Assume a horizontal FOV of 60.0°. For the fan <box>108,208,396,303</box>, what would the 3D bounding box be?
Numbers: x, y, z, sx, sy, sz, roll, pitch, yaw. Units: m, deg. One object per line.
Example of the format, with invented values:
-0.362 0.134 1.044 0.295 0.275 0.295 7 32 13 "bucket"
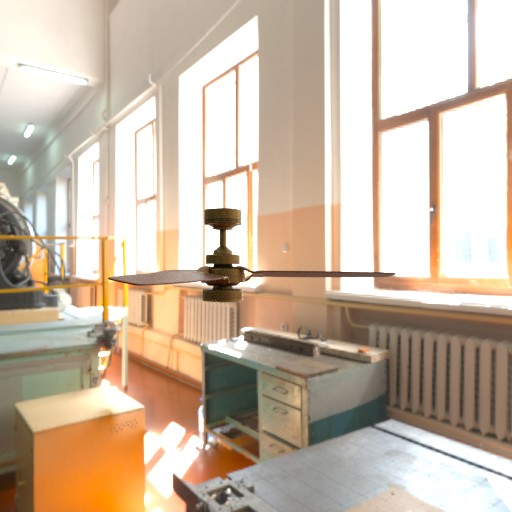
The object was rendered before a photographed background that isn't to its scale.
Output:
0.000 0.000 2.014 1.271 0.425 1.416 0 -1 -1 "fan"
